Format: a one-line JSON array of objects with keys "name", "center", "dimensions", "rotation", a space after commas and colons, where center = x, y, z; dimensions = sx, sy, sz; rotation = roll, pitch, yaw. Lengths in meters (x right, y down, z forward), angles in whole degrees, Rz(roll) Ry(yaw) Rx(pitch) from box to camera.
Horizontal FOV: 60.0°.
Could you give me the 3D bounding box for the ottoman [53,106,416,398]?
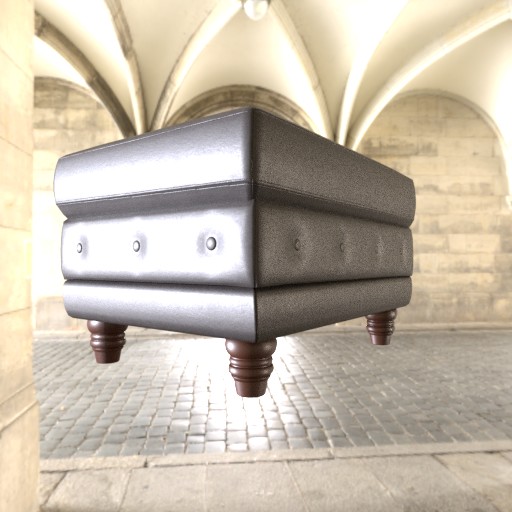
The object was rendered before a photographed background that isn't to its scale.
[{"name": "ottoman", "center": [0.000, 0.000, 1.151], "dimensions": [0.590, 0.498, 0.795], "rotation": [-1, -1, 37]}]
